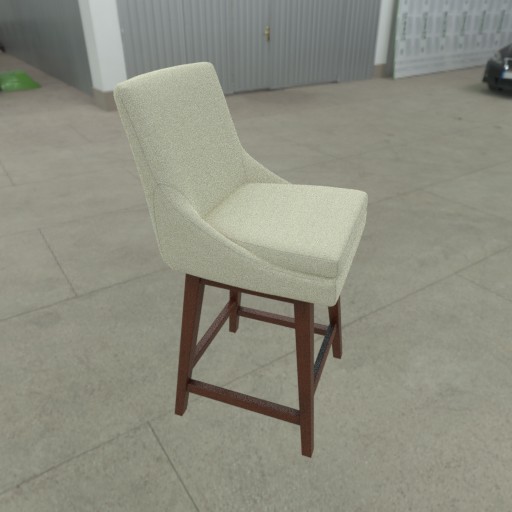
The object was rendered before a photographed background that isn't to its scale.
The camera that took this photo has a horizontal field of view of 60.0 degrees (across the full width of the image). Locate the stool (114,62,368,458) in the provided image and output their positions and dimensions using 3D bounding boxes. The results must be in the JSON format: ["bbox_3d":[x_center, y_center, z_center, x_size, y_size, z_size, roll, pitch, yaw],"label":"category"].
[{"bbox_3d":[0.000,0.000,1.295,0.559,0.991,0.469,11,32,18],"label":"stool"}]
